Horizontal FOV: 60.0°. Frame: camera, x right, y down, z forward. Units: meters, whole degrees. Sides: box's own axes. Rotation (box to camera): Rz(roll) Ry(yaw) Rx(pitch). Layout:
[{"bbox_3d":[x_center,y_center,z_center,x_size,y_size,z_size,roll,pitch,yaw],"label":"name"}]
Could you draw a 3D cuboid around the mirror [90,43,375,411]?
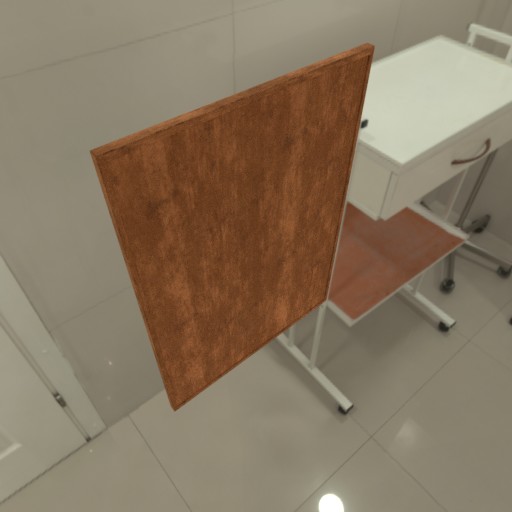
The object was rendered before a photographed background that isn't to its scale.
[{"bbox_3d":[0.000,0.000,1.399,0.796,1.099,0.028,-31,54,-26],"label":"mirror"}]
